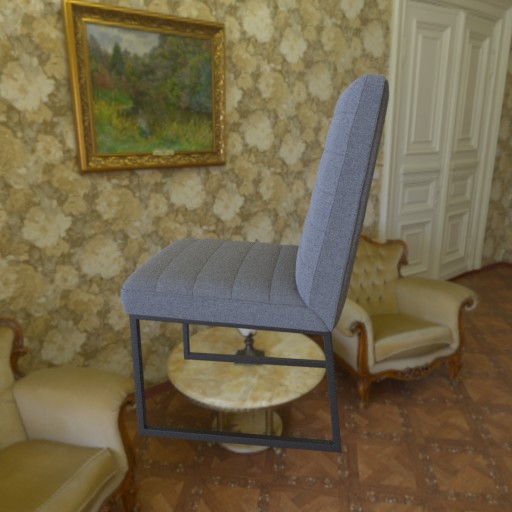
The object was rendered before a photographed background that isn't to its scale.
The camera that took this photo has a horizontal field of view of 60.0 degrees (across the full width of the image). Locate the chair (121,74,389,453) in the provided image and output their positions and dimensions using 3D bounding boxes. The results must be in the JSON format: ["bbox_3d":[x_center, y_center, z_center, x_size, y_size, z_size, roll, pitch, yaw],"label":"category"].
[{"bbox_3d":[0.000,0.000,1.296,0.634,0.930,0.520,2,15,7],"label":"chair"}]
